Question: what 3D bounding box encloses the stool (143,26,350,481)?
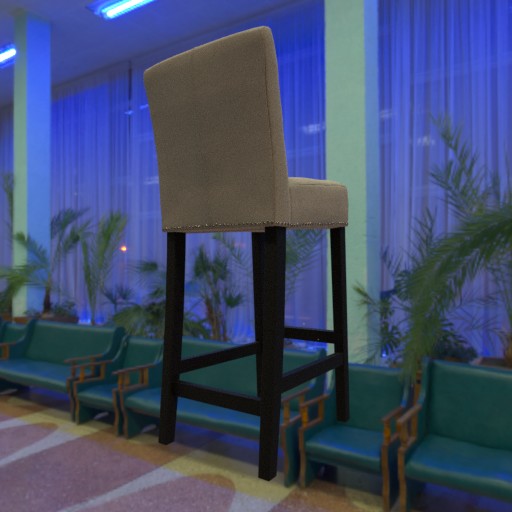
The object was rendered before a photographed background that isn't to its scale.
[{"bbox_3d":[0.000,0.000,1.306,0.411,1.047,0.548,-1,-1,35],"label":"stool"}]
